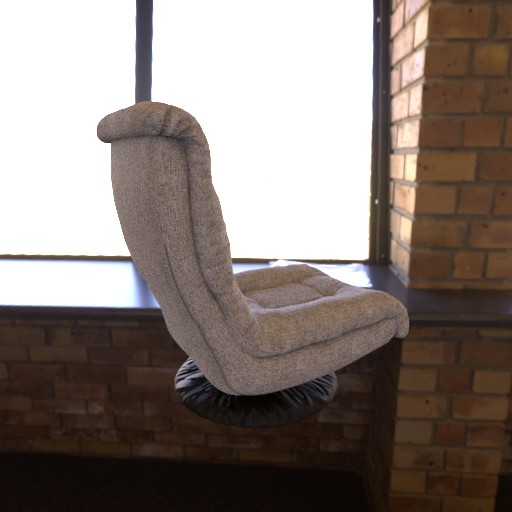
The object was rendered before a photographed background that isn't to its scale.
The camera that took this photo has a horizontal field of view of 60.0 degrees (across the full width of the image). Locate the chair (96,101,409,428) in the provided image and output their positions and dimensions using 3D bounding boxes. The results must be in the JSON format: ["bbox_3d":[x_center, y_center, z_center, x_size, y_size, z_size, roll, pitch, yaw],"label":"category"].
[{"bbox_3d":[0.000,0.000,0.961,0.583,0.600,0.400,-7,14,-27],"label":"chair"}]
